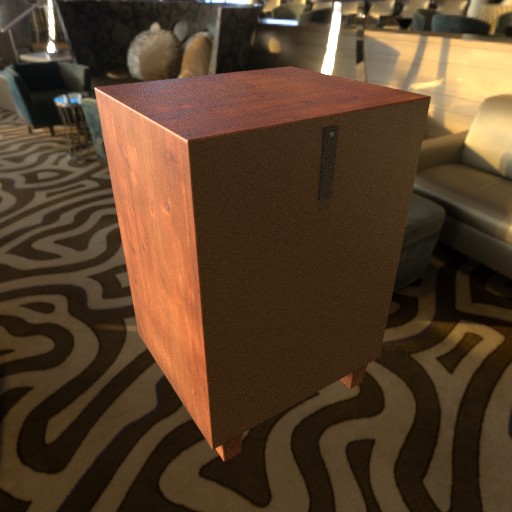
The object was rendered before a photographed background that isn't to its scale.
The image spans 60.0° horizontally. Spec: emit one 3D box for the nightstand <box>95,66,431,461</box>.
[{"bbox_3d":[0.000,0.000,0.981,0.465,0.695,0.410,-19,36,-28],"label":"nightstand"}]
